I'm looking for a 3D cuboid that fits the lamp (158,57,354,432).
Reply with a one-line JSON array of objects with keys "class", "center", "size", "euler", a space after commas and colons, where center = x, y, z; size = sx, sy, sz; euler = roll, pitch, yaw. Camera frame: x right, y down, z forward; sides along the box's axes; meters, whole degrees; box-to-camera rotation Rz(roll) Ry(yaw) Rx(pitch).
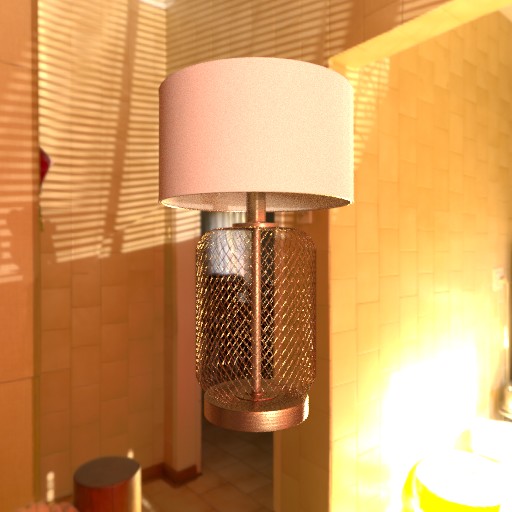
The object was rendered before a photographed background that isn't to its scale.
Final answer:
[{"class": "lamp", "center": [0.000, 0.000, 0.819], "size": [0.353, 0.578, 0.353], "euler": [0, 1, 0]}]
